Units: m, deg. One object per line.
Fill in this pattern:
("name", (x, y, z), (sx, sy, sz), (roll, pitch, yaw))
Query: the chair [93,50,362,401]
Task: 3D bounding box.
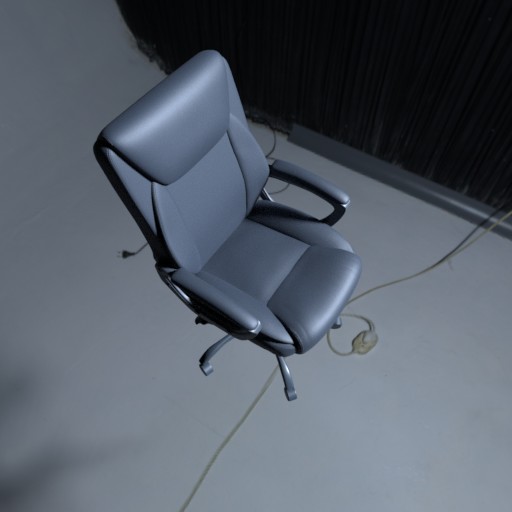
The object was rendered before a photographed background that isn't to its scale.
("chair", (0.000, 0.000, 1.458), (0.655, 1.072, 0.615), (30, 62, 18))
